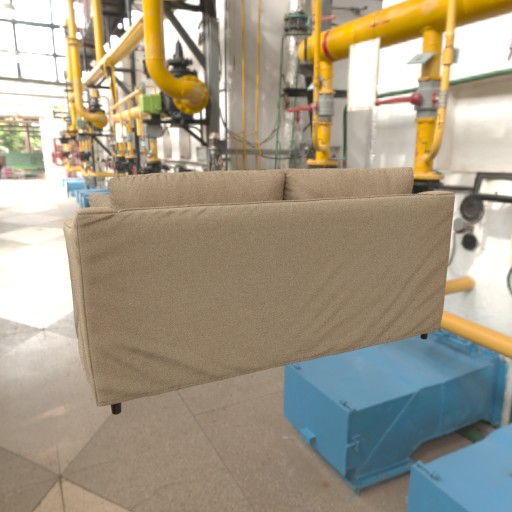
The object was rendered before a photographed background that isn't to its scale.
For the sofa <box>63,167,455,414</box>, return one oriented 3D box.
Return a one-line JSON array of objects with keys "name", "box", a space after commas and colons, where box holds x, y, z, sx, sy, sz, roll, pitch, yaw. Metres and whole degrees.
[{"name": "sofa", "box": [0.000, 0.000, 2.584, 2.010, 1.018, 1.072, -6, 14, -25]}]
